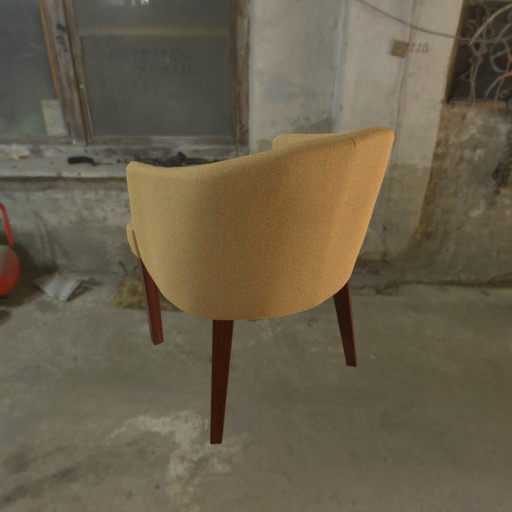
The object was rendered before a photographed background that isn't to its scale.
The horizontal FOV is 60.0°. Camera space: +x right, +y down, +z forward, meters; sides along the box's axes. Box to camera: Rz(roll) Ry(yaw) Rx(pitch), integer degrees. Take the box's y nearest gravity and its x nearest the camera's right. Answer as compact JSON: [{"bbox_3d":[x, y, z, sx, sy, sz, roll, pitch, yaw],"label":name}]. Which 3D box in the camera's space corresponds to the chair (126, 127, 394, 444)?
[{"bbox_3d":[0.000,0.000,1.262,0.583,0.811,0.655,-18,34,-29],"label":"chair"}]
